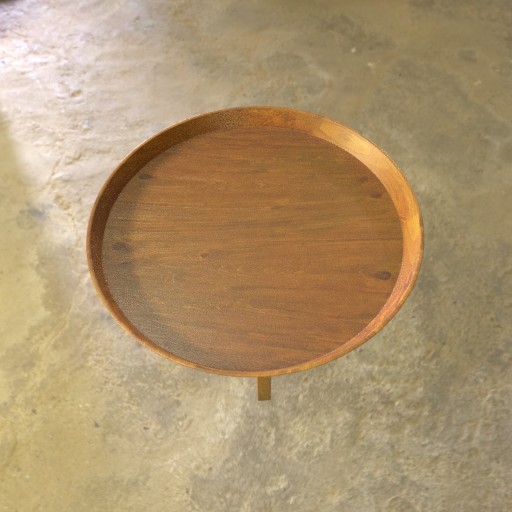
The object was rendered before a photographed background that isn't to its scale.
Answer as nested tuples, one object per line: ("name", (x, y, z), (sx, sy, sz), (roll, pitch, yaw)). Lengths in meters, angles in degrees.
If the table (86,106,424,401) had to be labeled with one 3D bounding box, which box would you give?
("table", (0.000, 0.000, 1.545), (1.016, 0.470, 1.016), (0, 58, 0))
